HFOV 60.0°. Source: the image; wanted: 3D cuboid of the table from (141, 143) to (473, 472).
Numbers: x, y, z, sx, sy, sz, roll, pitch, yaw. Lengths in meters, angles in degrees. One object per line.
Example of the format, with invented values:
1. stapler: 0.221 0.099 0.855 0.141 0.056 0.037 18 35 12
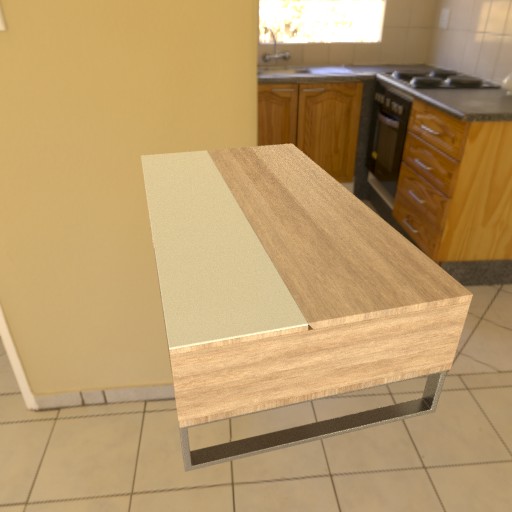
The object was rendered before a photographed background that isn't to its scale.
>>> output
1. table: 0.000 0.000 1.362 0.600 0.350 1.100 -8 31 -13
